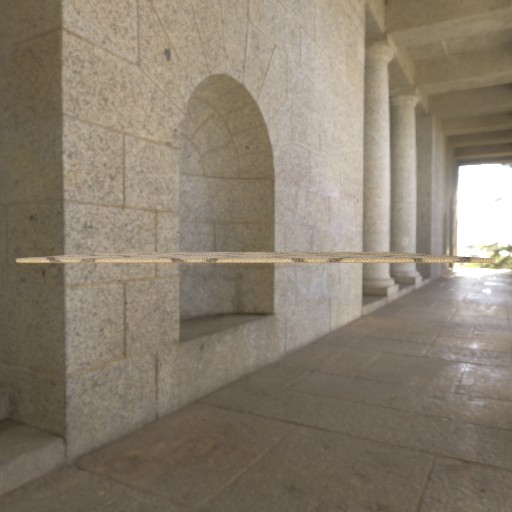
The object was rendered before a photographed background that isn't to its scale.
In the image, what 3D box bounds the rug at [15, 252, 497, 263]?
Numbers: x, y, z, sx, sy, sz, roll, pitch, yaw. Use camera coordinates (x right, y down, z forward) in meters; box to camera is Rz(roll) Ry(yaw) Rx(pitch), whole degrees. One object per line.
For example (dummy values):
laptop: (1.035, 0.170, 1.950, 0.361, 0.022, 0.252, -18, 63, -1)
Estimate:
rug: (0.000, 0.000, 3.368, 2.701, 0.026, 1.801, 0, 2, 0)
